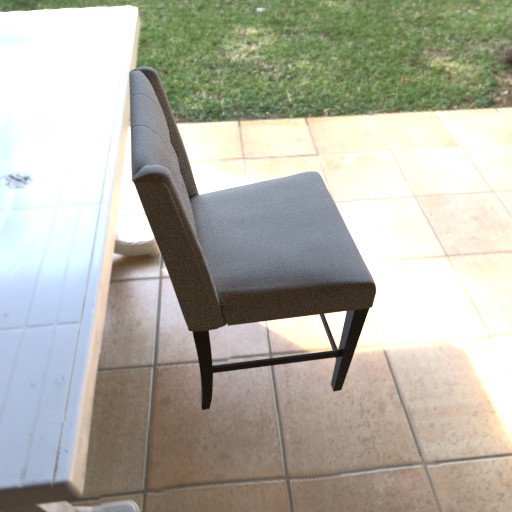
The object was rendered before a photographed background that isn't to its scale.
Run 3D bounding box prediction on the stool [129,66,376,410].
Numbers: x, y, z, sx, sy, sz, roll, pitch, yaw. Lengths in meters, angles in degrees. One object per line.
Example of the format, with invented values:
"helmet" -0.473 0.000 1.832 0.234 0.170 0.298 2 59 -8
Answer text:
"stool" 0.000 0.000 1.242 0.509 0.939 0.474 -9 47 -8
